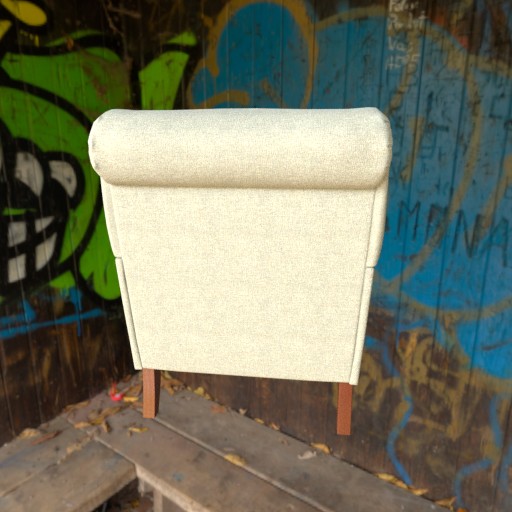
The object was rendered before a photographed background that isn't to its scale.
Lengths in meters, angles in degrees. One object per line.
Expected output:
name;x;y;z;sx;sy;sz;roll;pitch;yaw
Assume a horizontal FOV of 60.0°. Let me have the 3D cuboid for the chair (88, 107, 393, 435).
chair;0.000;0.000;1.924;0.964;1.178;1.060;2;16;7
